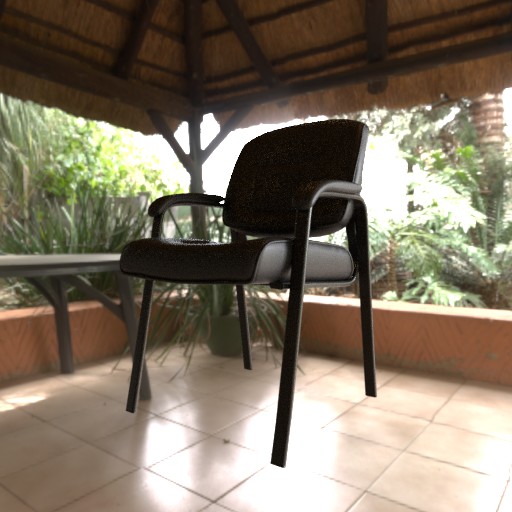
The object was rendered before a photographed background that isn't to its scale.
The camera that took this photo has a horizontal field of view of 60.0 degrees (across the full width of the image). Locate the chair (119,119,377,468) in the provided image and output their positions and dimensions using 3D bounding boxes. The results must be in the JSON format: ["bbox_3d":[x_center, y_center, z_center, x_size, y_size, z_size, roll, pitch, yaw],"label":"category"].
[{"bbox_3d":[0.000,0.000,1.336,0.591,0.910,0.668,2,3,37],"label":"chair"}]
